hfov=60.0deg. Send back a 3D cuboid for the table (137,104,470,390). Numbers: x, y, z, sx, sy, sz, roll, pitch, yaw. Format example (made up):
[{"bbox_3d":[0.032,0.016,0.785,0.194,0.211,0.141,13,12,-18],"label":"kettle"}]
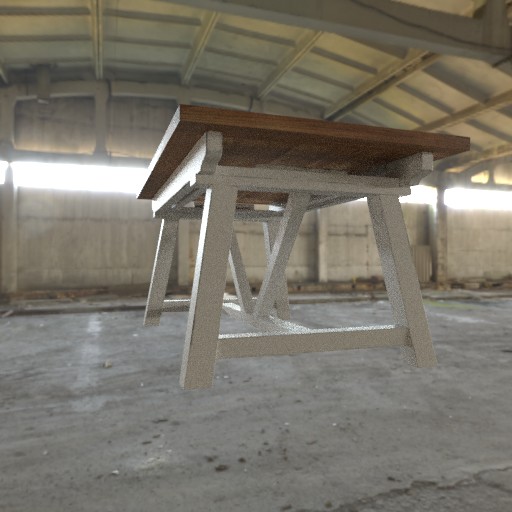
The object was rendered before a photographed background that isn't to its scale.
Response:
[{"bbox_3d":[0.000,0.000,1.963,0.922,0.743,1.503,0,-1,-19],"label":"table"}]
